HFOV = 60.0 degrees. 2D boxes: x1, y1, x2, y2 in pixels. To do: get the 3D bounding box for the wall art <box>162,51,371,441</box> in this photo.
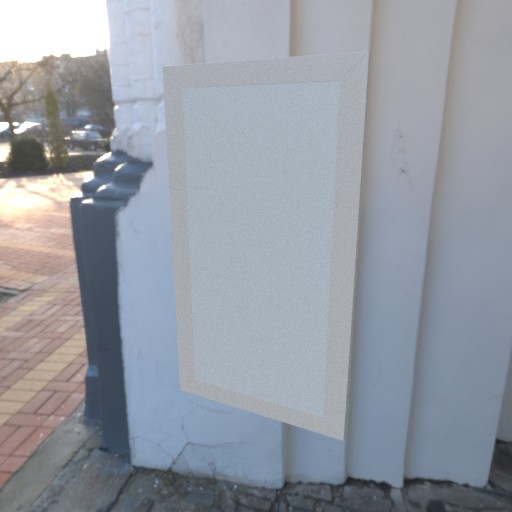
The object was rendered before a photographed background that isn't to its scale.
[{"bbox_3d":[0.000,0.000,0.837,0.380,0.683,0.013,8,18,25],"label":"wall art"}]
